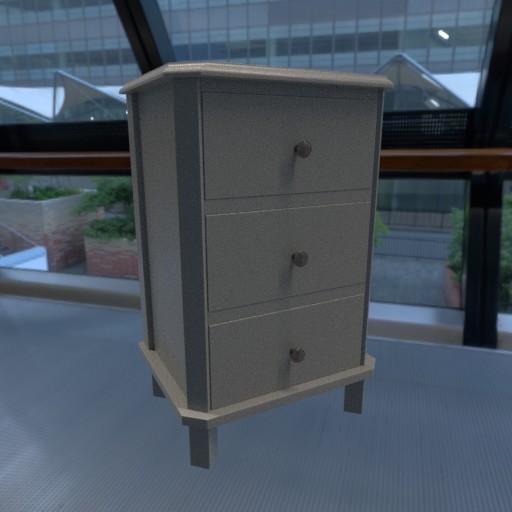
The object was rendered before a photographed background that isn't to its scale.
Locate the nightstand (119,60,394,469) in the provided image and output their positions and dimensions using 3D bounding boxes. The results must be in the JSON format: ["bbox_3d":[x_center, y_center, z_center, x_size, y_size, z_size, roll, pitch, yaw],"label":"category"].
[{"bbox_3d":[0.000,0.000,0.917,0.435,0.680,0.348,-8,17,-27],"label":"nightstand"}]
